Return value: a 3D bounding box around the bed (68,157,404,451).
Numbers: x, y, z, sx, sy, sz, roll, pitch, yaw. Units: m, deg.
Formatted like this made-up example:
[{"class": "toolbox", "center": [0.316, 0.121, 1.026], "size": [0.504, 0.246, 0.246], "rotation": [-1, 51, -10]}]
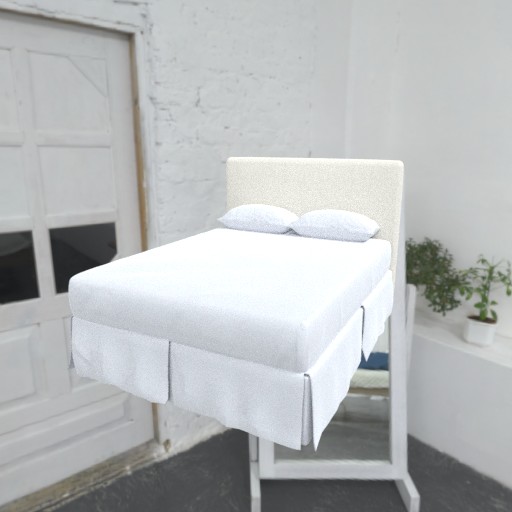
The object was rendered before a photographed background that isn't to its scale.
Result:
[{"class": "bed", "center": [0.000, 0.000, 3.239], "size": [1.713, 1.330, 2.142], "rotation": [7, 16, 26]}]
